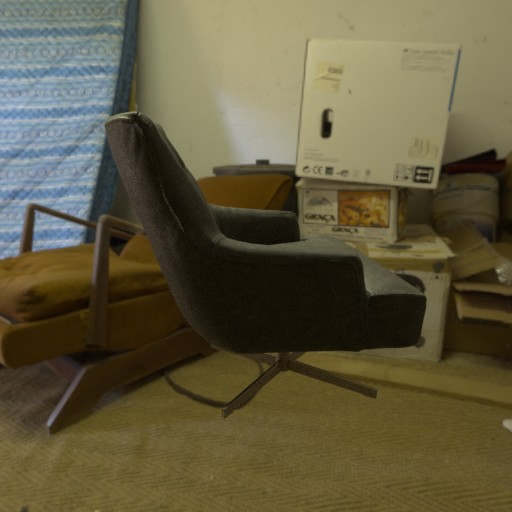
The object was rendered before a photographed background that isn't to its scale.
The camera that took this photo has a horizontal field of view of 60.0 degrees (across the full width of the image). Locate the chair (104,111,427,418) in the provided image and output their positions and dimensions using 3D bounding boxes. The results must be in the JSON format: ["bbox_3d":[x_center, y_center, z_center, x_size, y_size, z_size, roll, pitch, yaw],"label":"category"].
[{"bbox_3d":[0.000,0.000,1.464,0.874,0.870,0.738,-2,15,-9],"label":"chair"}]
